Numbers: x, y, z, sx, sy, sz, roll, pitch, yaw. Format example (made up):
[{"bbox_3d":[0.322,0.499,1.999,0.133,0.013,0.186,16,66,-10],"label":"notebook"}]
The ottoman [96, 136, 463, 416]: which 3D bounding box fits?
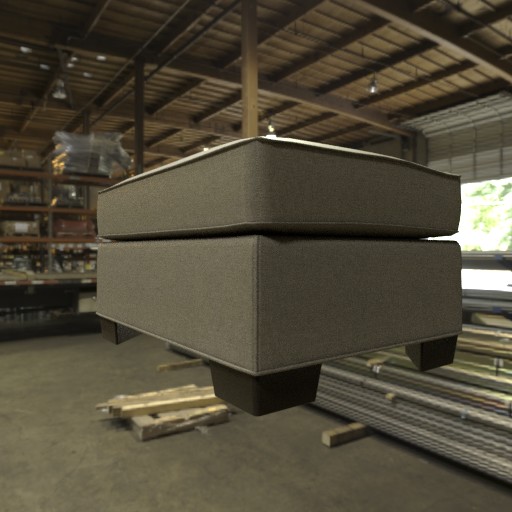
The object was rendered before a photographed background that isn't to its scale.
[{"bbox_3d":[0.000,0.000,1.199,0.619,0.504,0.843,-1,1,-36],"label":"ottoman"}]
